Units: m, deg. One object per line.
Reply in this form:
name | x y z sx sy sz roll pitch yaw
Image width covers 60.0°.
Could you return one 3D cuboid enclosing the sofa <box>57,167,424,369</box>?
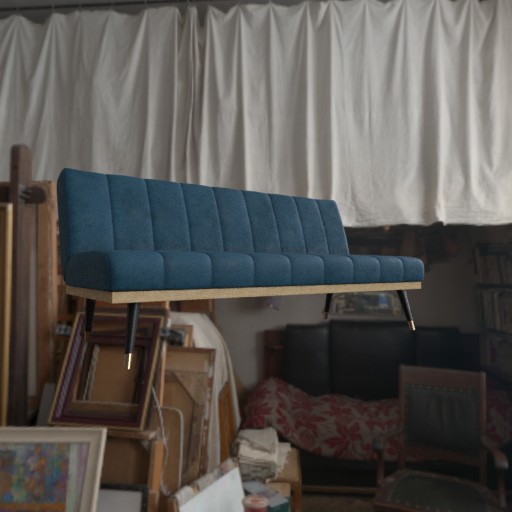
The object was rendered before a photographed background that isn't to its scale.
sofa | 0.000 0.000 2.341 1.810 0.825 0.830 1 -2 -36
